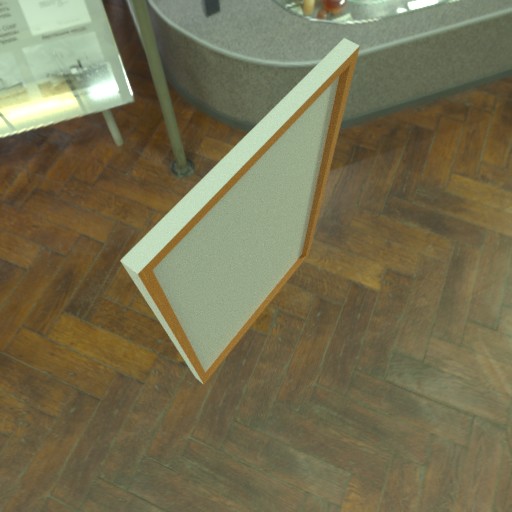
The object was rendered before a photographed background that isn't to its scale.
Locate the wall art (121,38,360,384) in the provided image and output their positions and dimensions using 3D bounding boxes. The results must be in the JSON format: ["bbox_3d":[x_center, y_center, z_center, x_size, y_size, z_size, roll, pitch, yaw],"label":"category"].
[{"bbox_3d":[0.000,0.000,0.775,0.025,0.608,0.405,35,69,16],"label":"wall art"}]
